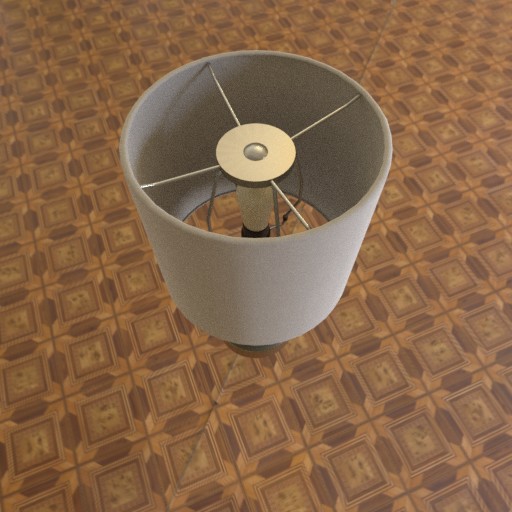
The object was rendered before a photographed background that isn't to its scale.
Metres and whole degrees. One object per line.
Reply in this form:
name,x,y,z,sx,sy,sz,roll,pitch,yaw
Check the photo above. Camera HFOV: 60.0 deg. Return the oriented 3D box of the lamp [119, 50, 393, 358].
lamp,0.000,0.000,0.478,0.201,0.353,0.201,31,63,18
